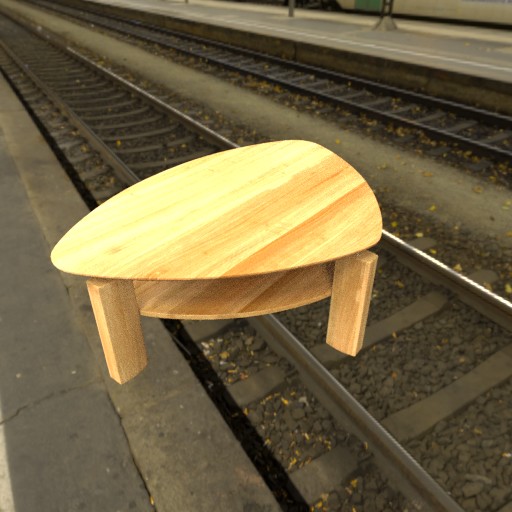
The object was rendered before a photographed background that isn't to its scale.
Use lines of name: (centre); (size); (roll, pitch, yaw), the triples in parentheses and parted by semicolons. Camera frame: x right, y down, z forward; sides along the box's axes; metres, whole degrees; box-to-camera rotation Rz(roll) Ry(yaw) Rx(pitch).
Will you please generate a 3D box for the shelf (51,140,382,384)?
shelf: (0.000, 0.000, 1.588); (0.863, 0.439, 1.240); (22, 39, 31)
